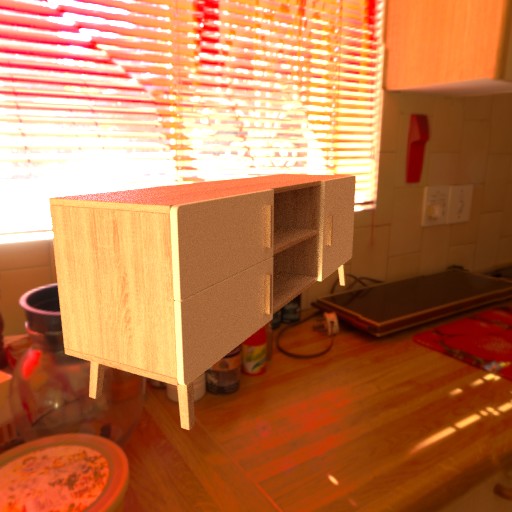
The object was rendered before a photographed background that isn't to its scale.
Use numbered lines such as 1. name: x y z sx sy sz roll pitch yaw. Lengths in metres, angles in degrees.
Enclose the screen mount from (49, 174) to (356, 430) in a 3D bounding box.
1. screen mount: 0.000 0.000 1.748 0.420 0.570 1.500 7 15 26
